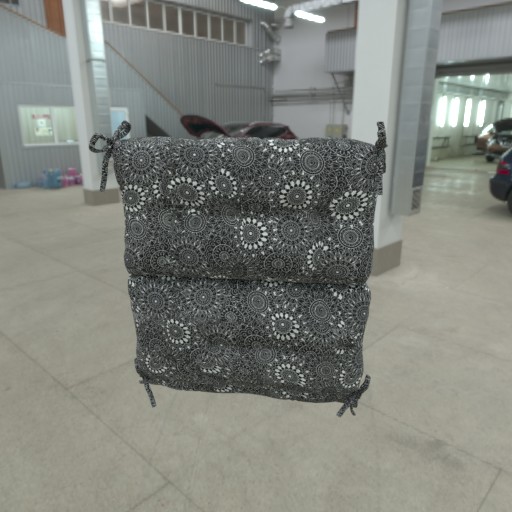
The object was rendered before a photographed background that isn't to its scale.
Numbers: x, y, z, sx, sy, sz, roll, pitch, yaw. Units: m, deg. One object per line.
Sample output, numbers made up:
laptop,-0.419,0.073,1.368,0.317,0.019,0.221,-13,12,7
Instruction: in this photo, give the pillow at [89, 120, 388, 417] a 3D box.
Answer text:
pillow,0.000,0.000,1.037,0.519,0.605,0.571,2,17,8
